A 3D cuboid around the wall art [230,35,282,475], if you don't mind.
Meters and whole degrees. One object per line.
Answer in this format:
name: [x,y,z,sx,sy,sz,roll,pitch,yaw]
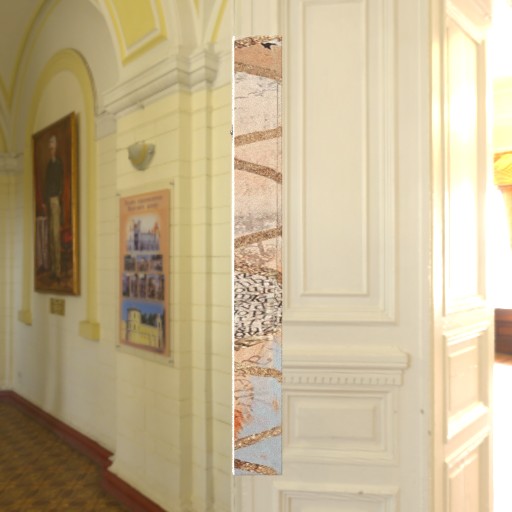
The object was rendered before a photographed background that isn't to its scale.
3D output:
wall art: [0.000,0.000,0.455,0.036,0.304,0.303,0,0,0]
